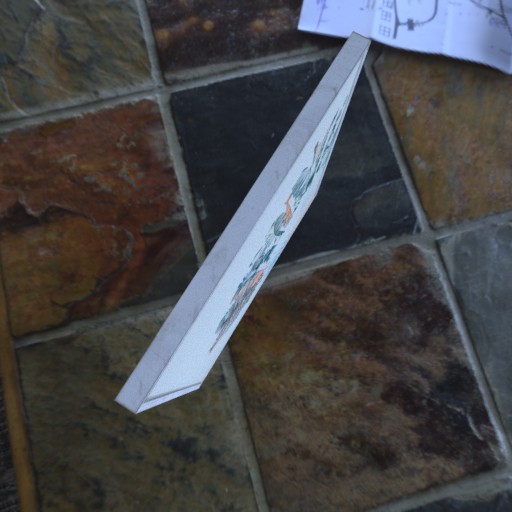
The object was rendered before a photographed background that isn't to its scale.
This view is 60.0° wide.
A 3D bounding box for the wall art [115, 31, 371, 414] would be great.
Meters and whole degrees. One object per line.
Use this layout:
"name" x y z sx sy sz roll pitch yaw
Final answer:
"wall art" 0.000 0.000 1.108 0.038 0.757 0.760 30 78 7
